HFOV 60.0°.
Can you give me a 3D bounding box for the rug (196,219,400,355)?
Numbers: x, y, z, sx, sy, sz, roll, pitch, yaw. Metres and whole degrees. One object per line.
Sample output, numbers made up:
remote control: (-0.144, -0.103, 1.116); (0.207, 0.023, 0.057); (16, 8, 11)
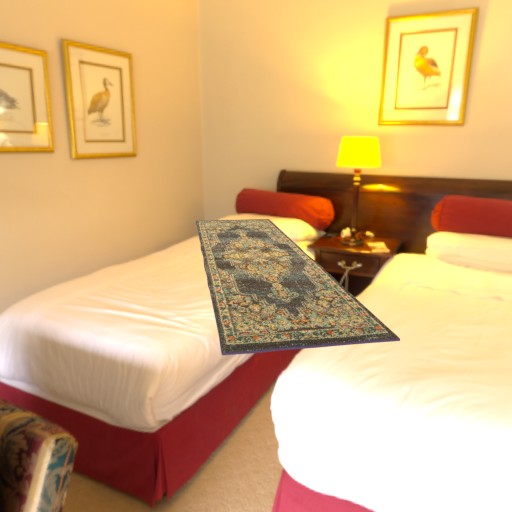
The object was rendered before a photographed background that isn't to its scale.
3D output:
rug: (0.000, 0.000, 2.509); (0.602, 0.016, 2.283); (-2, 15, -9)
